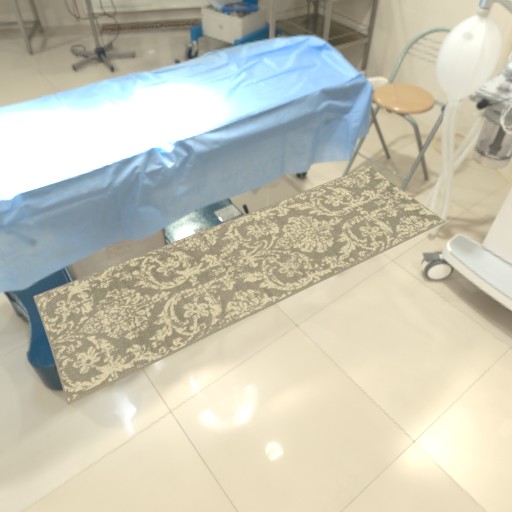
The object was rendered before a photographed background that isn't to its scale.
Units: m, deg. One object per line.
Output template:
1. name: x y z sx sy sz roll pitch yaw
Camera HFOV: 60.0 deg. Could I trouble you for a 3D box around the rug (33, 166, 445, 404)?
1. rug: 0.000 0.000 2.405 2.196 0.011 0.662 -23 50 -21
